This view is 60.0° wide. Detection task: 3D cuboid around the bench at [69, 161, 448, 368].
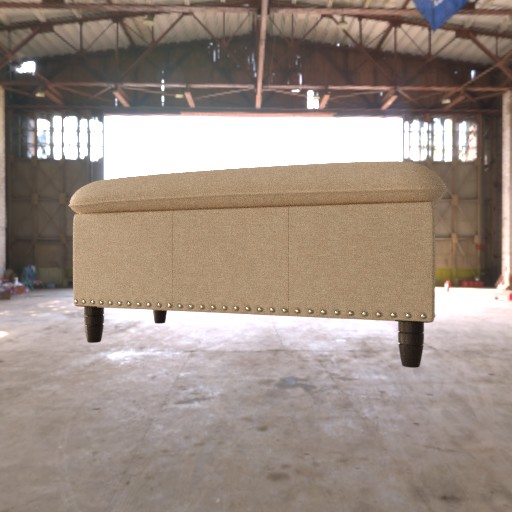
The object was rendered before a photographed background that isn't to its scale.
[{"bbox_3d":[0.000,0.000,1.281,0.991,0.483,0.483,0,0,18],"label":"bench"}]
